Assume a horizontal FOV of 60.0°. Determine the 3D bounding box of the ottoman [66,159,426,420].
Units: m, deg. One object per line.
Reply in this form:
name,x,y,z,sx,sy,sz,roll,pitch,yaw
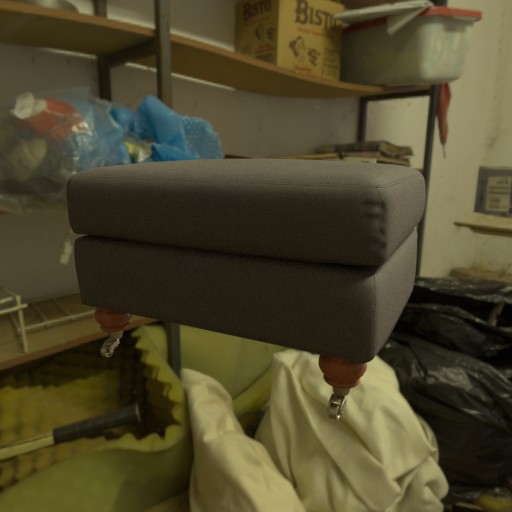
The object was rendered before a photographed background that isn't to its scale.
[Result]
ottoman,0.000,0.000,1.164,0.773,0.497,0.574,7,15,26
